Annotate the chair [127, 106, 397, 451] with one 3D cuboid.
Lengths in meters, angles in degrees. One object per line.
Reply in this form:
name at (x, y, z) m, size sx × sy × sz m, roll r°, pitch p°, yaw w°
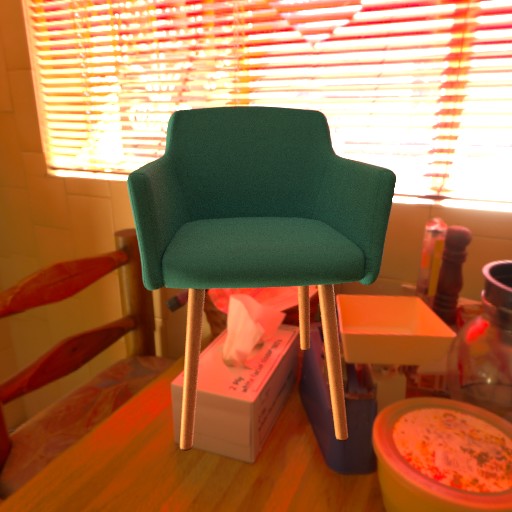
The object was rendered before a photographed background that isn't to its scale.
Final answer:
chair at (0.000, 0.000, 1.194) m, size 0.570 × 0.780 × 0.540 m, roll -2°, pitch 17°, yaw -5°
